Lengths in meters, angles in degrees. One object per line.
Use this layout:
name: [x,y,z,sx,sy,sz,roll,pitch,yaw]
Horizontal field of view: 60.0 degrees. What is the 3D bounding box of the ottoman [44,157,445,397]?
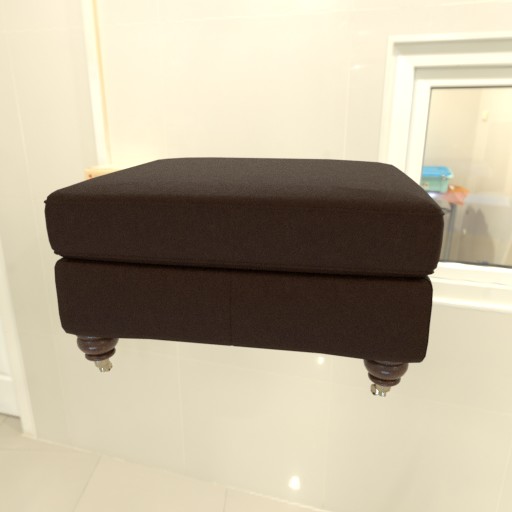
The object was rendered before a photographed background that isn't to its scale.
ottoman: [0.000,0.000,1.794,1.187,0.730,0.967,3,18,9]
